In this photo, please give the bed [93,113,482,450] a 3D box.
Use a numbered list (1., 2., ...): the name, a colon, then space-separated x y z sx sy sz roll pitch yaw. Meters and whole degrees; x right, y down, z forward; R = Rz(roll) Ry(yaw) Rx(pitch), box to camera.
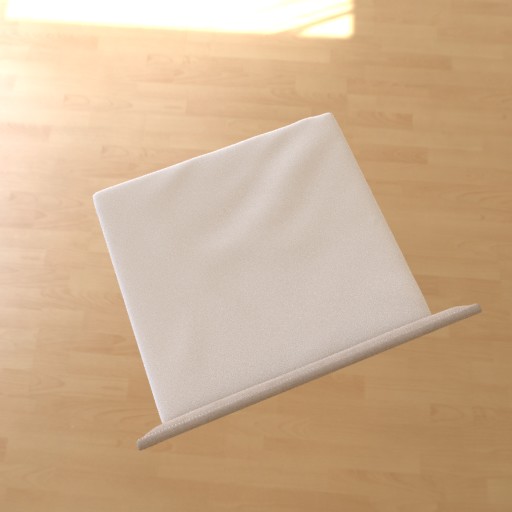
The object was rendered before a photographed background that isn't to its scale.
1. bed: 0.000 0.000 3.343 2.170 1.346 1.914 -20 75 -6
